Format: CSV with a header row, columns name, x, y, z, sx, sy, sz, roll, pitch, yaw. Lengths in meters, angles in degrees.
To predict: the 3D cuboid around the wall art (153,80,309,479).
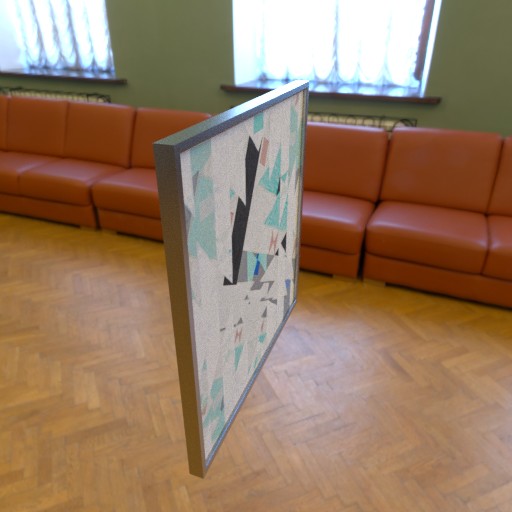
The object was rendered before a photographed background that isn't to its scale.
name,x,y,z,sx,sy,sz,roll,pitch,yaw
wall art,0.000,0.000,1.212,0.038,0.806,0.806,10,30,18
